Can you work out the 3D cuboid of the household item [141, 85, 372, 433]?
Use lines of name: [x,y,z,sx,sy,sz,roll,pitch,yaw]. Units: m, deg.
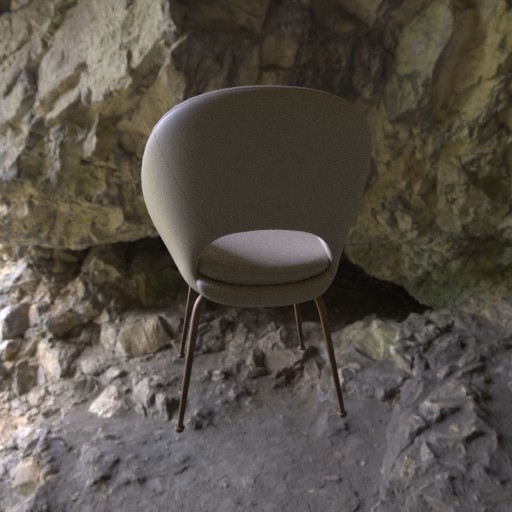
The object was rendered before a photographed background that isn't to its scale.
household item: [0.000,0.000,1.281,0.623,0.852,0.573,-2,13,-9]
